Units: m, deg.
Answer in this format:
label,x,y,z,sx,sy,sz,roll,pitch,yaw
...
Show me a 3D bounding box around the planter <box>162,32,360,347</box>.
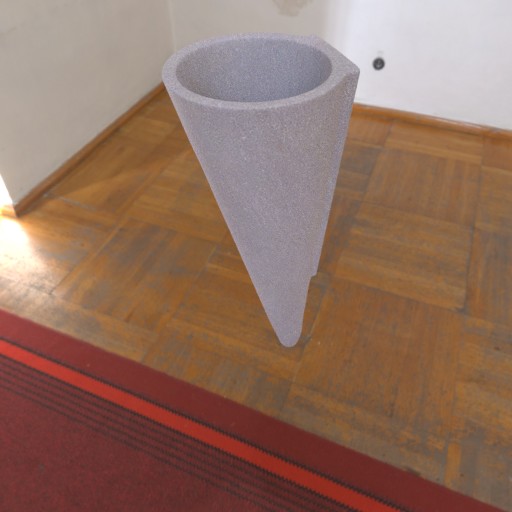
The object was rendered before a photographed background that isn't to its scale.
label,x,y,z,sx,sy,sz,roll,pitch,yaw
planter,0.000,0.000,0.299,0.087,0.259,0.078,-17,49,-15
